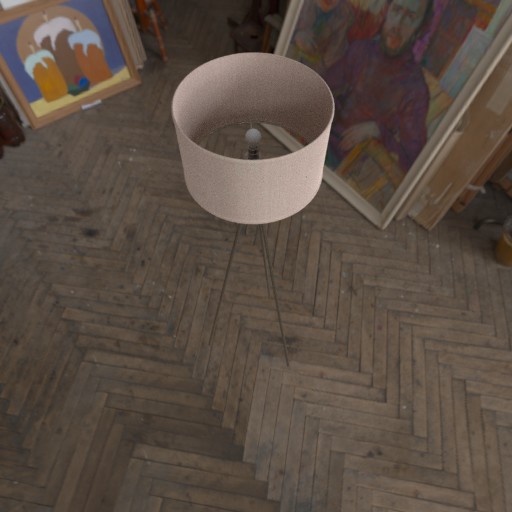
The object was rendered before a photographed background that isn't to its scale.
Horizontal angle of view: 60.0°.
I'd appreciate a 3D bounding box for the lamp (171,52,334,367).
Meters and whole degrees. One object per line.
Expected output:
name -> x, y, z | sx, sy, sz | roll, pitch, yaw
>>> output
lamp -> 0.000, 0.000, 1.779 | 0.449, 1.545, 0.460 | 14, 59, 8
